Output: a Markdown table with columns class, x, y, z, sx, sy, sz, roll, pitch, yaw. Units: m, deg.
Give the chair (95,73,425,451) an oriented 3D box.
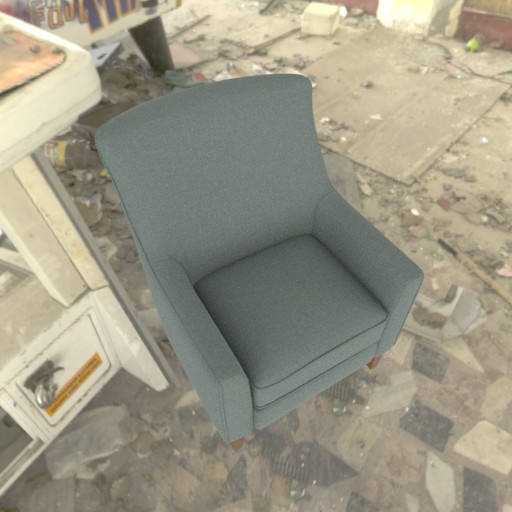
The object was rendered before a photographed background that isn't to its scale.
| class | x | y | z | sx | sy | sz | roll | pitch | yaw |
| --- | --- | --- | --- | --- | --- | --- | --- | --- | --- |
| chair | 0.000 | 0.000 | 1.573 | 0.756 | 0.916 | 0.879 | -24 | 52 | -20 |
